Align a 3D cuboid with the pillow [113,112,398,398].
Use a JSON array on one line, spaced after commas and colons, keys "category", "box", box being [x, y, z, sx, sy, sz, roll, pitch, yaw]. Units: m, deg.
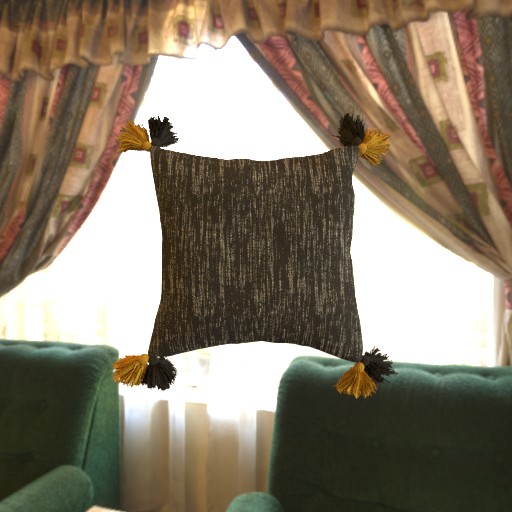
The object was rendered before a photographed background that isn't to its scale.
[{"category": "pillow", "box": [0.000, 0.000, 0.995, 0.654, 0.659, 0.139, 0, 1, 0]}]
